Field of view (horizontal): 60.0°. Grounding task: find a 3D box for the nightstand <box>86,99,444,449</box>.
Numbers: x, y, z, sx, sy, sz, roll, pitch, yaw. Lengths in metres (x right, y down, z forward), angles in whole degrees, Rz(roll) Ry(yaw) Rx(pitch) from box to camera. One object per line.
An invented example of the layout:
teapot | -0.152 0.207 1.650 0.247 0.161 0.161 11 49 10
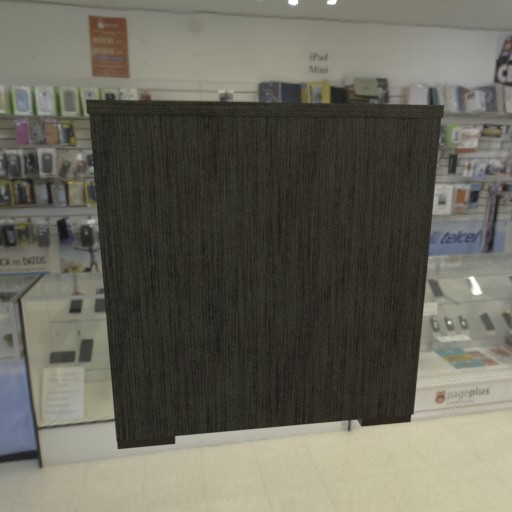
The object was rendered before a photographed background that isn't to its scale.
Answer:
nightstand | 0.000 0.000 0.748 0.441 0.460 0.325 -2 14 -8
